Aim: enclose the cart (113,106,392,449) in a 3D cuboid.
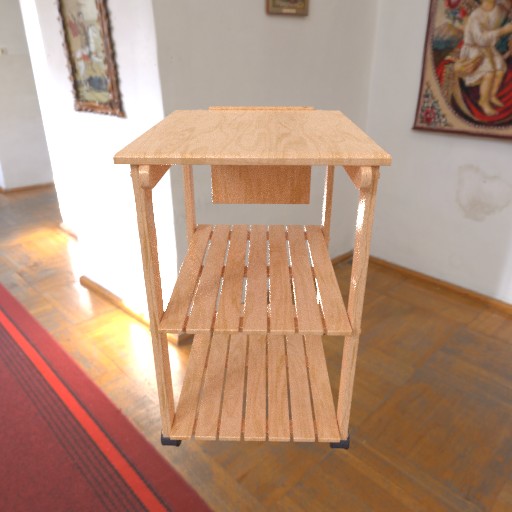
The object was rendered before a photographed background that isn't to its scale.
[{"bbox_3d":[0.000,0.000,1.359,0.520,0.816,0.843,0,25,1],"label":"cart"}]
